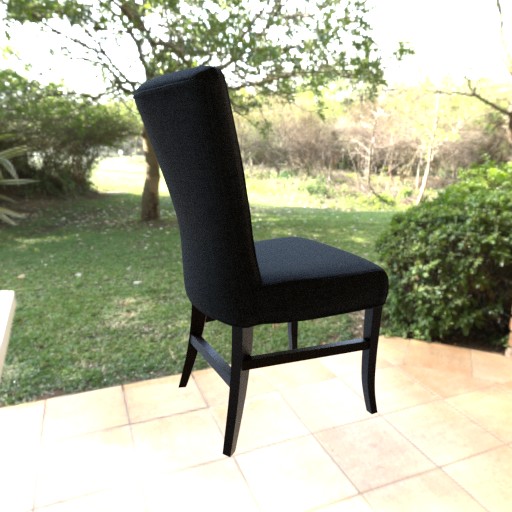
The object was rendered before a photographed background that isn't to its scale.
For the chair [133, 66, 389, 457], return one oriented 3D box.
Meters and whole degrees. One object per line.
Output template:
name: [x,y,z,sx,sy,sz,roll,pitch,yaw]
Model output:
chair: [0.000,0.000,1.354,0.660,0.991,0.520,-8,17,-27]
